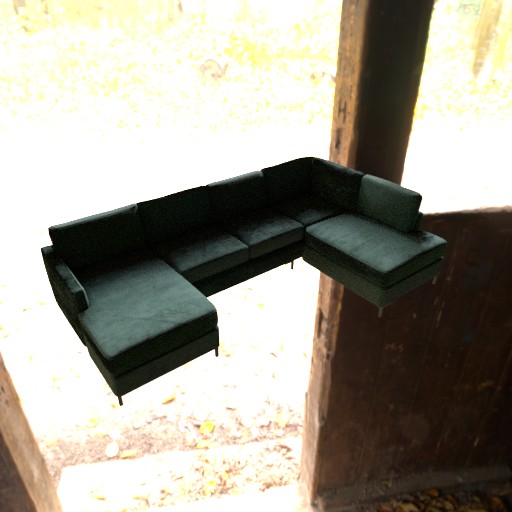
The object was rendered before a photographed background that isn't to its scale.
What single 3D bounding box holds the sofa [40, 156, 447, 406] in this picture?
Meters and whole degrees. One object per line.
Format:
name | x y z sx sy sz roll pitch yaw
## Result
sofa | 0.000 0.000 4.339 3.434 0.992 2.055 -22 37 -32
